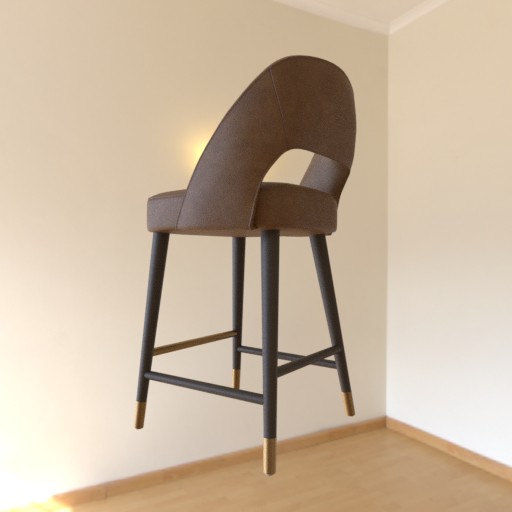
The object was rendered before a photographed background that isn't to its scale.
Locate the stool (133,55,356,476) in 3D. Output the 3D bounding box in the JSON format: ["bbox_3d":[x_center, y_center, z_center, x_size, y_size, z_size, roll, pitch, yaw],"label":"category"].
[{"bbox_3d":[0.000,0.000,1.241,0.509,0.940,0.494,0,0,36],"label":"stool"}]
